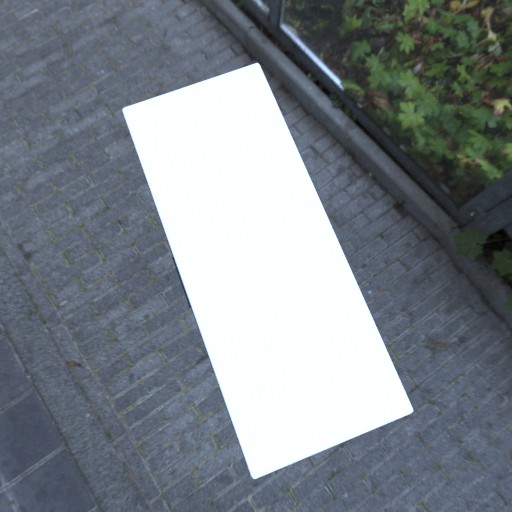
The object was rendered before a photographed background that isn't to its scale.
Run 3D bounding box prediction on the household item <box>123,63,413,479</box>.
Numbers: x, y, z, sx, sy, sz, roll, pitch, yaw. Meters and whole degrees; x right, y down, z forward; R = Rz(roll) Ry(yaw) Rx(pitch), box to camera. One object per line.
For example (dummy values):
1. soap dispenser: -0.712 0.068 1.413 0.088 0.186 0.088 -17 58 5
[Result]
1. household item: 0.000 0.000 2.241 0.787 0.356 1.905 -21 77 -5
